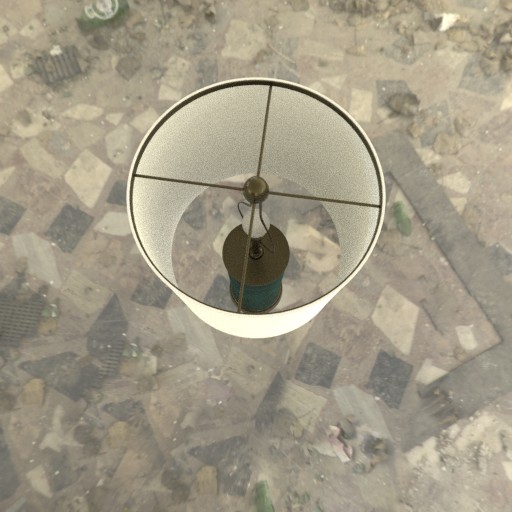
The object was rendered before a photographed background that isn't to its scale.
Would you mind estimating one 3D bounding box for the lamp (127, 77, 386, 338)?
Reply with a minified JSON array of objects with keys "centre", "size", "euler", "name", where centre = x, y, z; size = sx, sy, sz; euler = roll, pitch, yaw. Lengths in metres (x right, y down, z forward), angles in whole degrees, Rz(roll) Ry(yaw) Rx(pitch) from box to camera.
[{"centre":[0.000,0.000,0.806],"size":[0.301,0.630,0.301],"euler":[-36,78,-9],"name":"lamp"}]
